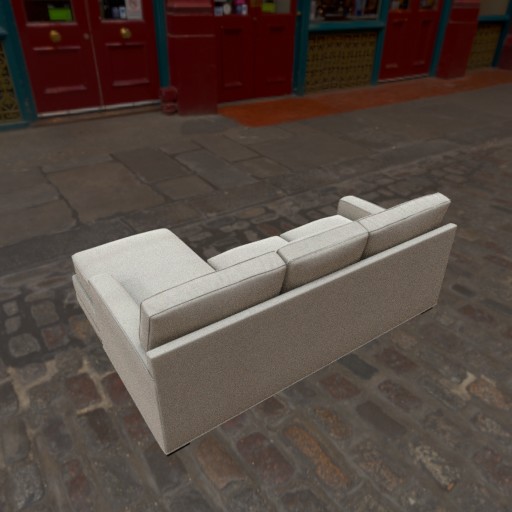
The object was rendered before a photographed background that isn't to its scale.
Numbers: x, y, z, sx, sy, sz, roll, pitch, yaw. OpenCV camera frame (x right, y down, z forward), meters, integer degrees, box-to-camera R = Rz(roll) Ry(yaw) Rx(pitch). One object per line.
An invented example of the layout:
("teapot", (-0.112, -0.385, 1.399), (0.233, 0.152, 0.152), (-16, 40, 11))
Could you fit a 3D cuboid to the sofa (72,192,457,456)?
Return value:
("sofa", (0.000, 0.000, 2.947), (2.087, 0.861, 1.496), (-20, 36, -29))
